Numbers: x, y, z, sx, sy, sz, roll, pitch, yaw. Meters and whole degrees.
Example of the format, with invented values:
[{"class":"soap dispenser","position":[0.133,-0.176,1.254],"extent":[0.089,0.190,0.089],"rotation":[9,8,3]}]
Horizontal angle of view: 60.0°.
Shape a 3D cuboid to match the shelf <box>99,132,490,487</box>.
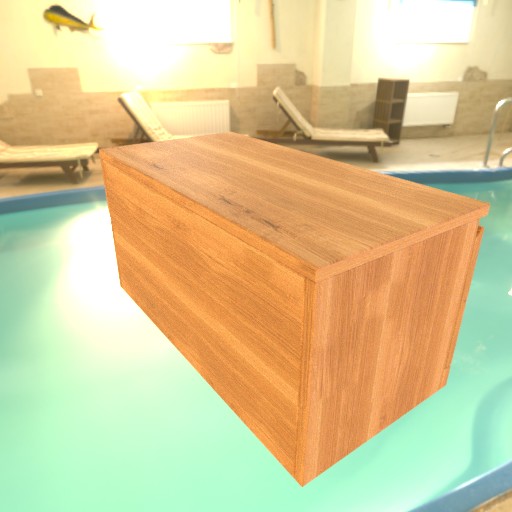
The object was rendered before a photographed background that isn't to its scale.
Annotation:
[{"class":"shelf","position":[0.000,0.000,1.021],"extent":[0.400,0.400,0.800],"rotation":[-18,31,-32]}]
